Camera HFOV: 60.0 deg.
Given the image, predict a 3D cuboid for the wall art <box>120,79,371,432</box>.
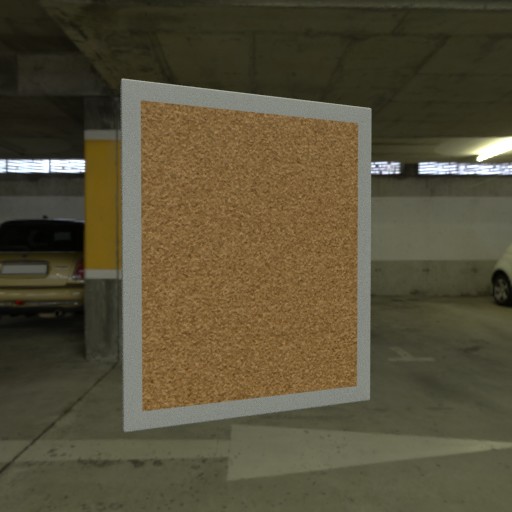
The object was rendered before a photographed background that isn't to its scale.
[{"bbox_3d":[0.000,0.000,0.783,0.454,0.556,0.028,0,1,-19],"label":"wall art"}]
